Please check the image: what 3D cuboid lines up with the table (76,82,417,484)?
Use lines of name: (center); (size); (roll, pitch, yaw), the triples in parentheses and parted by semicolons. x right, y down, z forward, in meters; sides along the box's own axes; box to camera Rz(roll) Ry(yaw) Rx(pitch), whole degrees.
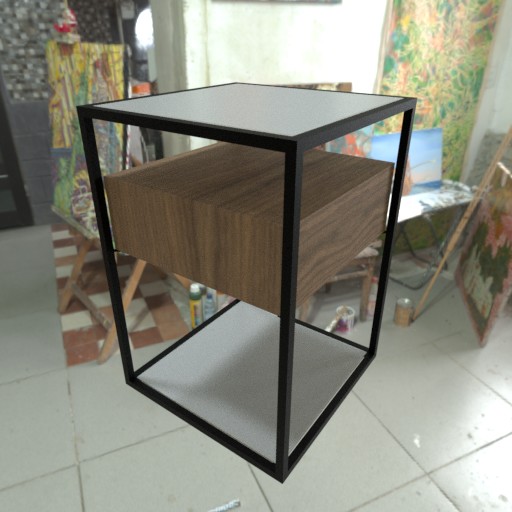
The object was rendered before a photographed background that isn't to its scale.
table: (0.000, 0.000, 0.811); (0.378, 0.540, 0.378); (19, 33, 31)
